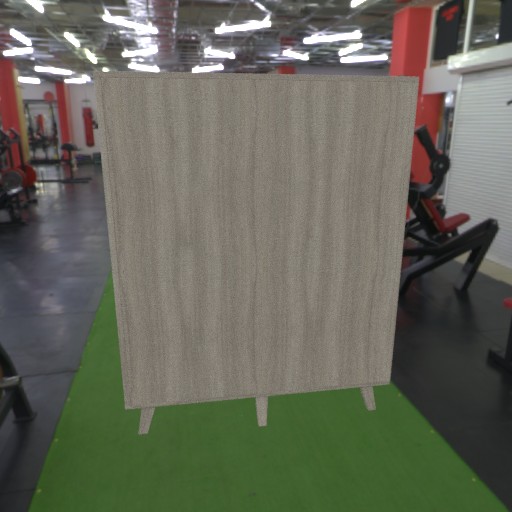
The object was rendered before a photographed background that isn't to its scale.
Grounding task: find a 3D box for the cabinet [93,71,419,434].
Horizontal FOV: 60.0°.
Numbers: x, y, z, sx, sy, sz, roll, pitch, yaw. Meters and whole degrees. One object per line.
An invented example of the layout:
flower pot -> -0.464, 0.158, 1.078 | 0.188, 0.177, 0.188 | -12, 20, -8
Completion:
cabinet -> 0.000, 0.000, 1.870 | 1.111, 1.388, 0.398 | -3, 17, -9
